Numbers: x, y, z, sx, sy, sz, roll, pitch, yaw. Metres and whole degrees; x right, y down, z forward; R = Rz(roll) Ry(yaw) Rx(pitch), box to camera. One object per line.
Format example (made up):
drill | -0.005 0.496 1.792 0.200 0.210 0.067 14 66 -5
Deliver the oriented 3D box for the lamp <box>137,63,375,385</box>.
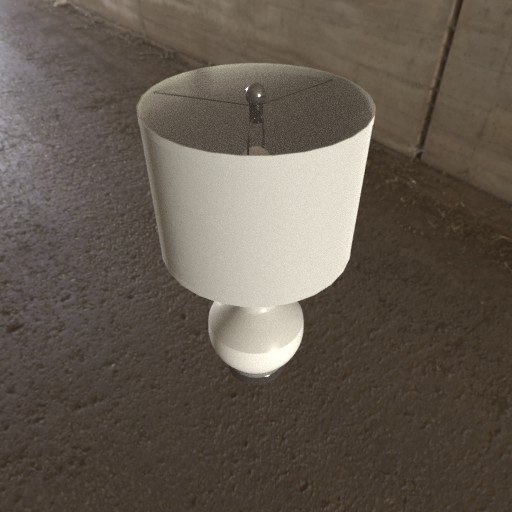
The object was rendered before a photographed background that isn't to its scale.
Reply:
lamp | 0.000 0.000 0.873 0.357 0.673 0.357 13 42 14
